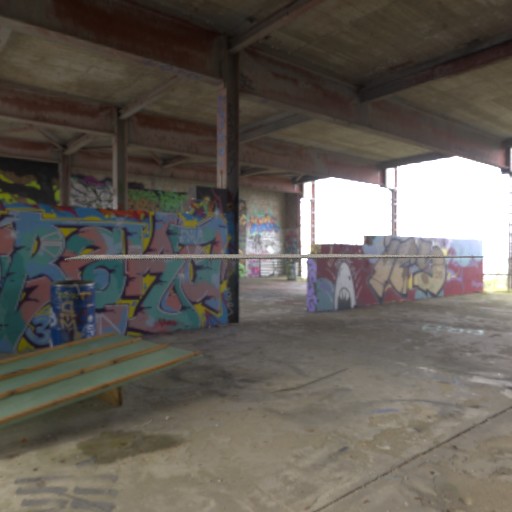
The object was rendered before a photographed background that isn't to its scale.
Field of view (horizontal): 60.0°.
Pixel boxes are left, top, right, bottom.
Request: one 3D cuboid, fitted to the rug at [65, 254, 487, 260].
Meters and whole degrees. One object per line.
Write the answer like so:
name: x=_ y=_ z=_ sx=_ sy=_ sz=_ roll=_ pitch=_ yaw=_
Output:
rug: x=0.000 y=0.000 z=4.083 sx=3.061 sy=0.010 sz=2.330 roll=0 pitch=1 yaw=-19
